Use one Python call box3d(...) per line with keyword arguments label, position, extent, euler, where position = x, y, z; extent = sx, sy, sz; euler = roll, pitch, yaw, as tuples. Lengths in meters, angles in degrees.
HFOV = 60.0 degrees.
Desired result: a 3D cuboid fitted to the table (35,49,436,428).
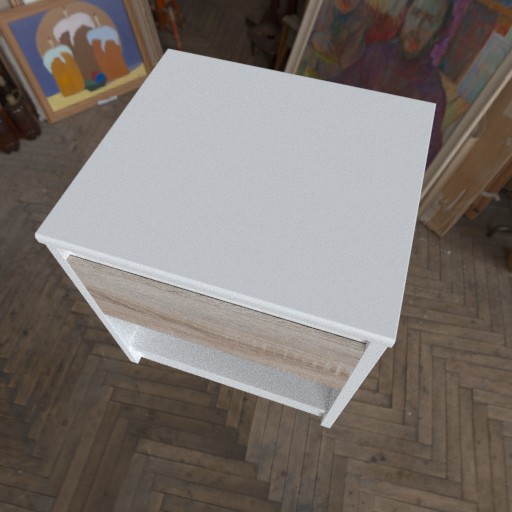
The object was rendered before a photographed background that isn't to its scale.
box3d(label="table", position=(0.000, 0.000, 0.771), extent=(0.420, 0.460, 0.380), euler=(16, 59, 10))
